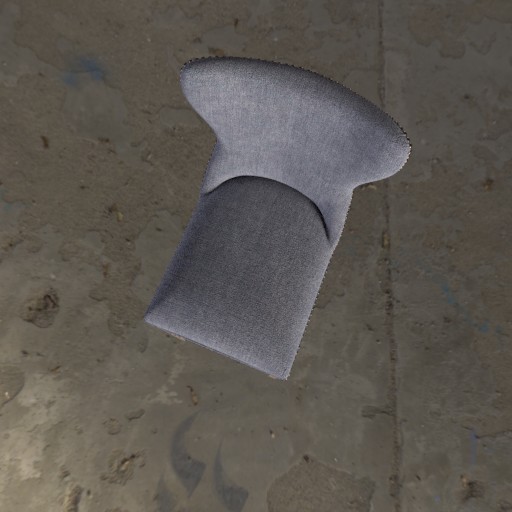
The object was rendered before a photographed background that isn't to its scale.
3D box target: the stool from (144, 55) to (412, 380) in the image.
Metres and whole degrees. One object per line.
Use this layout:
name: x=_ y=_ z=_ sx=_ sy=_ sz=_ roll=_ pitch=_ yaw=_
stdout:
stool: x=0.000 y=0.000 z=1.294 sx=0.498 sy=0.981 sz=0.608 roll=22 pitch=77 yaw=5
